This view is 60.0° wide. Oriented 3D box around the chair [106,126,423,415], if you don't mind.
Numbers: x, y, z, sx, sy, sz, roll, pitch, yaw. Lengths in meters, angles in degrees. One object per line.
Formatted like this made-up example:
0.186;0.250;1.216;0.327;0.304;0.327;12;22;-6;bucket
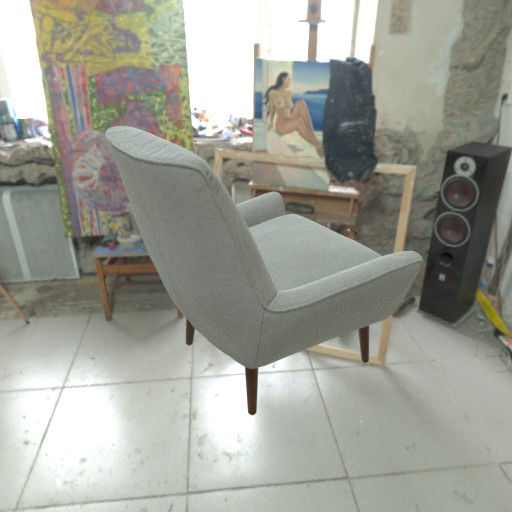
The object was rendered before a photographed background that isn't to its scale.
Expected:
0.000;0.000;1.518;0.822;0.888;0.787;-18;33;-31;chair
